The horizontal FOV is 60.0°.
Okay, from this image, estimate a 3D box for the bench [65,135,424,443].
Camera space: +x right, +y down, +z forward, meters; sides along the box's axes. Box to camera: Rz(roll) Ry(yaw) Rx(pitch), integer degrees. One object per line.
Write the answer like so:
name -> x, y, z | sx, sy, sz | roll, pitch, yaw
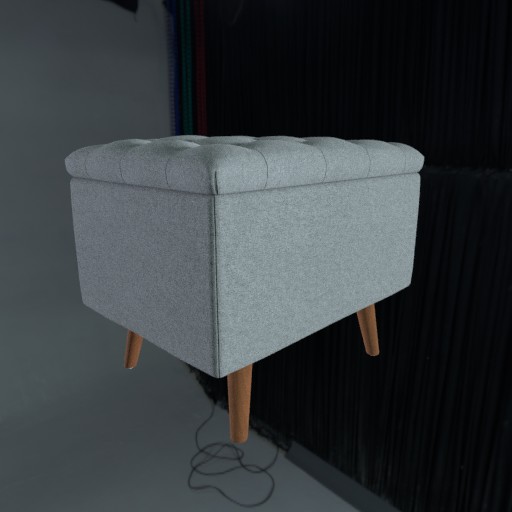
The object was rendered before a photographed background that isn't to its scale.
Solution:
bench -> 0.000, 0.000, 0.896 | 0.417, 0.469, 0.572 | 14, 20, 43
